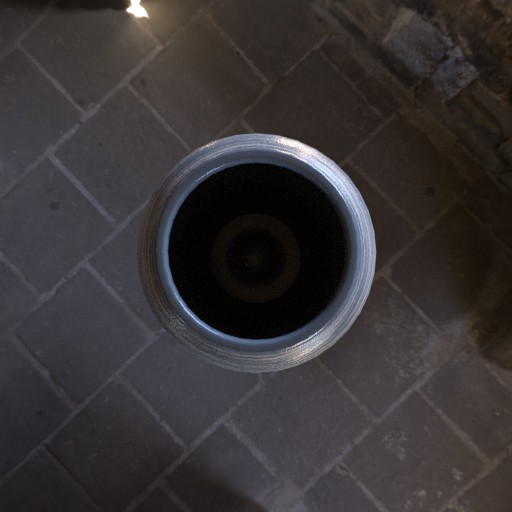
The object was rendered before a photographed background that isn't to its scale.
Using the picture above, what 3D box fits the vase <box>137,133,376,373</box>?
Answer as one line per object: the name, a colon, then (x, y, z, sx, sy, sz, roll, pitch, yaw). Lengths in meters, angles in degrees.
vase: (0.000, 0.000, 0.297, 0.116, 0.230, 0.116, 0, 89, 0)
